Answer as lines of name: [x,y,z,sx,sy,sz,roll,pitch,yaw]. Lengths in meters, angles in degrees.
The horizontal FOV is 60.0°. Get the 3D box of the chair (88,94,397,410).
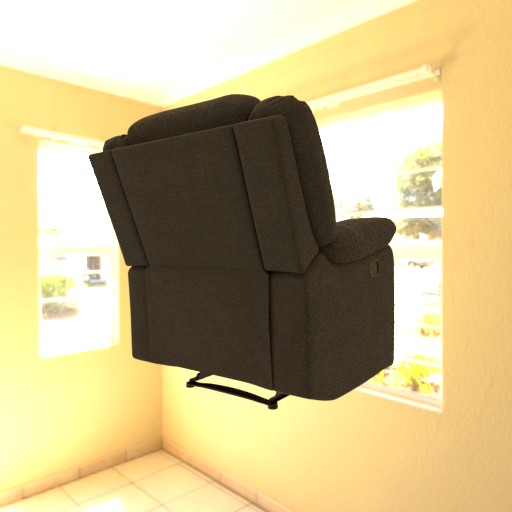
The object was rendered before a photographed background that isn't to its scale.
chair: [0.000,0.000,1.720,0.899,1.008,0.944,1,2,36]
